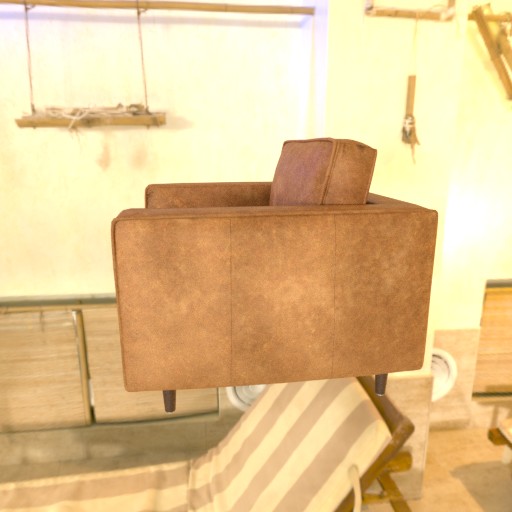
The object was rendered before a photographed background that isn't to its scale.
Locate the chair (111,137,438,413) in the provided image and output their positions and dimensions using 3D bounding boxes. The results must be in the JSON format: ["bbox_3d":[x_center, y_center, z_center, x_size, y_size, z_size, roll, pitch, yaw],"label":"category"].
[{"bbox_3d":[0.000,0.000,1.497,0.798,0.767,0.928,-2,14,-8],"label":"chair"}]
